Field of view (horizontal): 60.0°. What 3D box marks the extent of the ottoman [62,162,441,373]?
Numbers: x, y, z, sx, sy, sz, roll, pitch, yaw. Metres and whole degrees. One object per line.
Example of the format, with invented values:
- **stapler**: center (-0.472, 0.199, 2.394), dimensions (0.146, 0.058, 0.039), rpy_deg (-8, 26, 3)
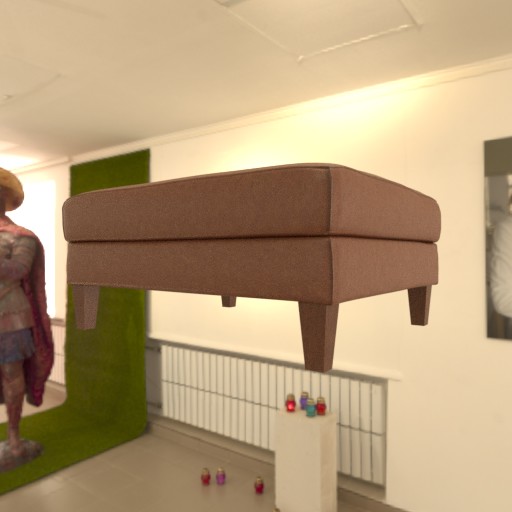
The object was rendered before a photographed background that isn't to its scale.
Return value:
- **ottoman**: center (0.000, 0.000, 1.474), dimensions (0.987, 0.472, 0.836), rpy_deg (0, 1, 36)
